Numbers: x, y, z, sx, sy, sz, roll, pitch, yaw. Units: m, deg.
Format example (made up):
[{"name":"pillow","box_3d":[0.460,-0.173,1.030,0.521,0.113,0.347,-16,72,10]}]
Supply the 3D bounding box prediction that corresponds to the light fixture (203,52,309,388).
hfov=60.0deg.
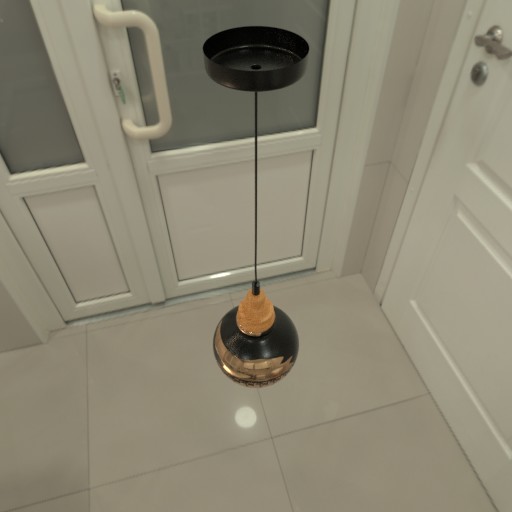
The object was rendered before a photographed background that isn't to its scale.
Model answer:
[{"name":"light fixture","box_3d":[0.000,0.000,1.739,0.430,1.606,0.430,-11,49,-10]}]
